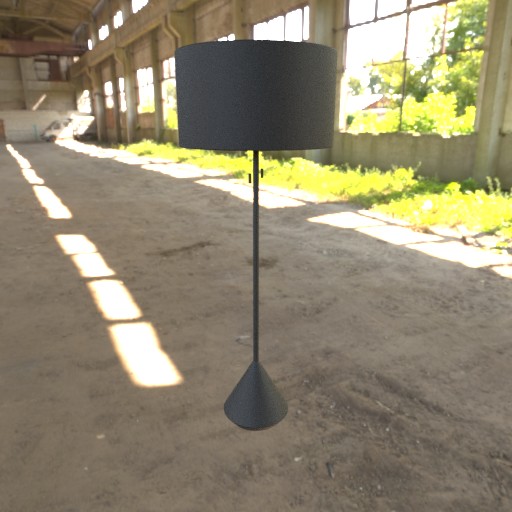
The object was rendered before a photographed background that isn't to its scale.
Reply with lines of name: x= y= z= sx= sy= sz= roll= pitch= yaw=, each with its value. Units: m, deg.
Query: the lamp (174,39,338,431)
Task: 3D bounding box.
lamp: x=0.000 y=0.000 z=1.819 sx=0.580 sy=1.526 sz=0.580 roll=9 pitch=19 yaw=26
